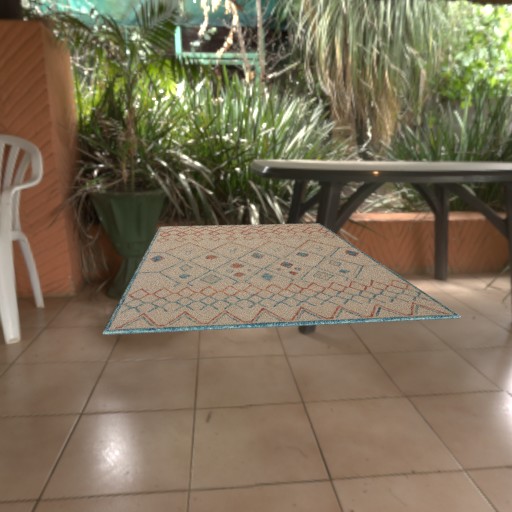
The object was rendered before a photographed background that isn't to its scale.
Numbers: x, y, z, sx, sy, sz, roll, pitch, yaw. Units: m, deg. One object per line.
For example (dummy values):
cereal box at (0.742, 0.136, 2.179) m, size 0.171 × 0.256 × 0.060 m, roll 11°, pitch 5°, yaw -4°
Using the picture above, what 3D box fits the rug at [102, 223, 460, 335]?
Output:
rug at (0.000, 0.000, 3.029) m, size 1.524 × 0.015 × 2.438 m, roll -2°, pitch 14°, yaw -6°
